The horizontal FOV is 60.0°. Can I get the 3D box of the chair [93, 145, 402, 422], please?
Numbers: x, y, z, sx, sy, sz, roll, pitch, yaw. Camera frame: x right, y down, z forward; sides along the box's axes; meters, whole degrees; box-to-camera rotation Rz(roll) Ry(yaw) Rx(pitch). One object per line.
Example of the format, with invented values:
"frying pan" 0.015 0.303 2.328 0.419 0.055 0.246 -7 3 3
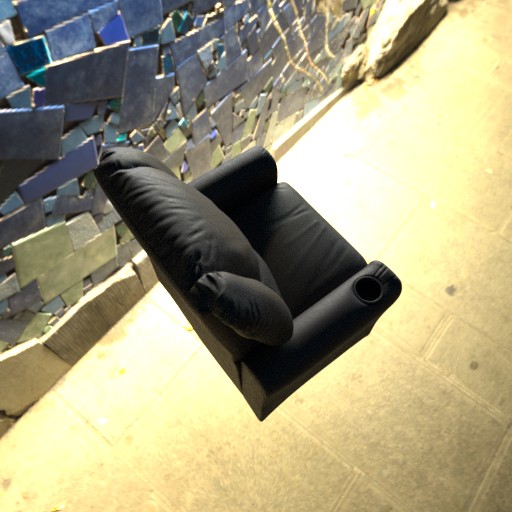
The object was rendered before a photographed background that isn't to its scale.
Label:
"chair" 0.000 0.000 1.140 0.521 0.709 0.610 -33 64 -18
